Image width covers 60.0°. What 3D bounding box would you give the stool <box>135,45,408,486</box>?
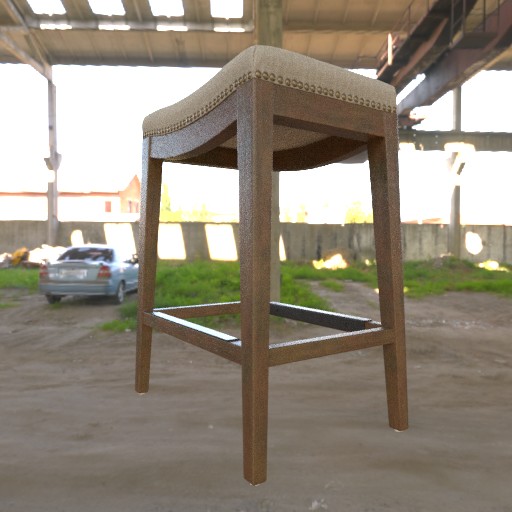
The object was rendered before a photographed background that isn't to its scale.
[{"bbox_3d":[0.000,0.000,0.941,0.356,0.660,0.508,-1,2,-34],"label":"stool"}]
